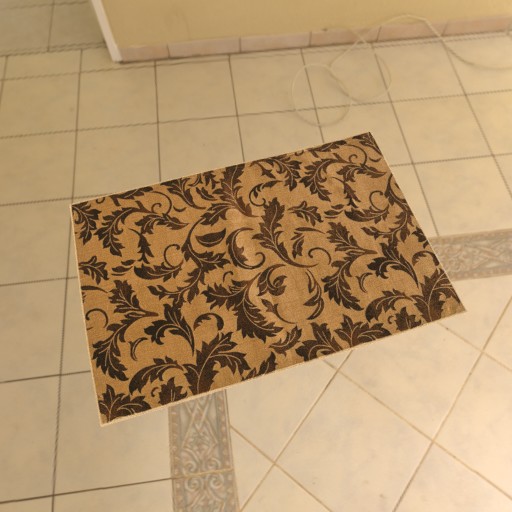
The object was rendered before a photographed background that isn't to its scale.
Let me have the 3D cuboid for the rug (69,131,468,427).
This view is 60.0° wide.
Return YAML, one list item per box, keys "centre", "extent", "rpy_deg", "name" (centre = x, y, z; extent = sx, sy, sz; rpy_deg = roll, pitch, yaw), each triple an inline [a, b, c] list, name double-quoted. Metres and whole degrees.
- centre: [0.000, 0.000, 2.912]
  extent: [2.284, 0.008, 1.522]
  rpy_deg: [-15, 65, -7]
  name: "rug"
